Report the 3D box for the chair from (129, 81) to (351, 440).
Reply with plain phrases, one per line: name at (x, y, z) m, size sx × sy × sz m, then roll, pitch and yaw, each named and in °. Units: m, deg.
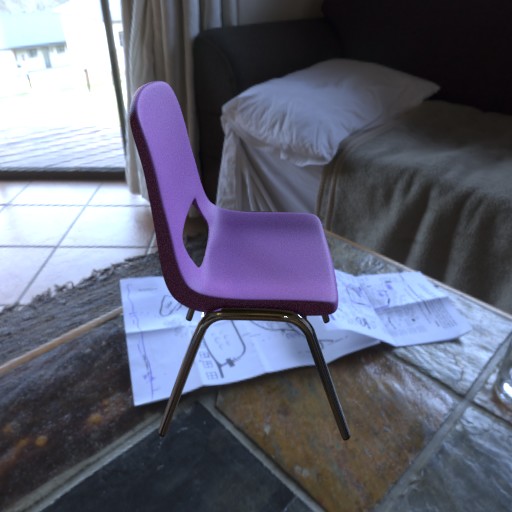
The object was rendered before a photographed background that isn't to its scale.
chair at (0.000, 0.000, 0.681) m, size 0.301 × 0.493 × 0.291 m, roll 1°, pitch 32°, yaw 1°
